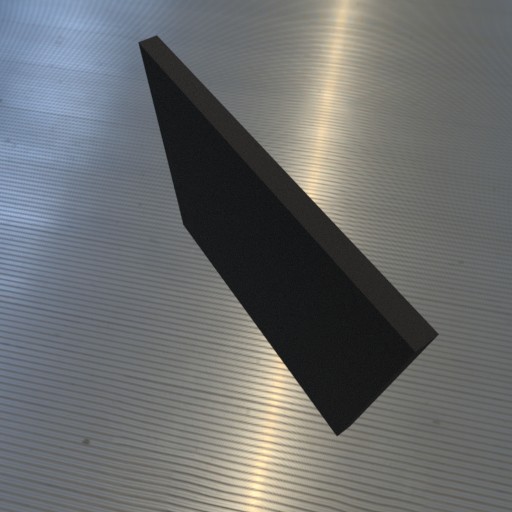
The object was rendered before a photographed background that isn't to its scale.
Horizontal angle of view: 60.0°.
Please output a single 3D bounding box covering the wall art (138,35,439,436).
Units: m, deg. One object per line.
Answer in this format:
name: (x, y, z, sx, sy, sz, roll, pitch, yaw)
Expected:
wall art: (0.000, 0.000, 0.720, 0.031, 0.457, 0.558, -30, 63, -17)
